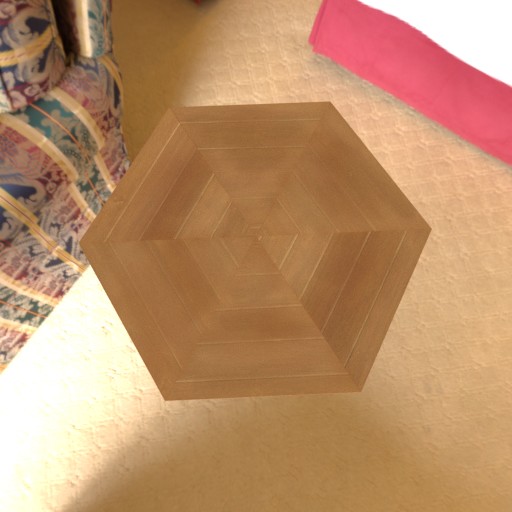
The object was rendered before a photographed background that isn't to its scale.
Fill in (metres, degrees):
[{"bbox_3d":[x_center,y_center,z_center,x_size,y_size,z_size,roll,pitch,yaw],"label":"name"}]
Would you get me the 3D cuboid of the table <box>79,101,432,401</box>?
[{"bbox_3d":[0.000,0.000,1.663,1.154,0.456,1.000,-2,73,-1],"label":"table"}]
